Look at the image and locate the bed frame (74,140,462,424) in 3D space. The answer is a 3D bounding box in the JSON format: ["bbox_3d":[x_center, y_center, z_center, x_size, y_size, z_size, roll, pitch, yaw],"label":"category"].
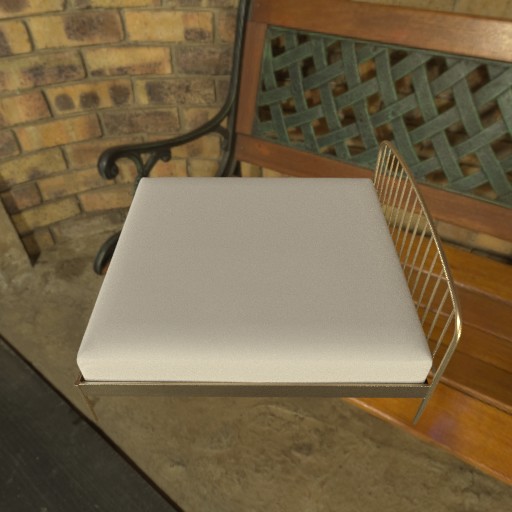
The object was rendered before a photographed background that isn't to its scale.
[{"bbox_3d":[0.000,0.000,3.280,2.152,1.174,2.016,0,43,0],"label":"bed frame"}]
